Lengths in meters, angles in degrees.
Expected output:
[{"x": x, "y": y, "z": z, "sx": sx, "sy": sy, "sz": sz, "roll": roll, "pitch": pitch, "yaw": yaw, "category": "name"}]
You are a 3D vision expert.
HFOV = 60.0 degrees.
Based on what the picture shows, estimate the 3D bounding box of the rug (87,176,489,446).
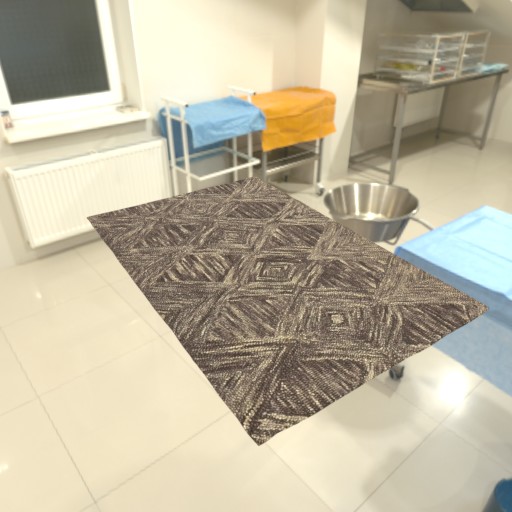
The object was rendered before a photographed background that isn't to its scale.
[{"x": 0.000, "y": 0.000, "z": 2.234, "sx": 1.186, "sy": 0.012, "sz": 1.814, "roll": -19, "pitch": 36, "yaw": -28, "category": "rug"}]
